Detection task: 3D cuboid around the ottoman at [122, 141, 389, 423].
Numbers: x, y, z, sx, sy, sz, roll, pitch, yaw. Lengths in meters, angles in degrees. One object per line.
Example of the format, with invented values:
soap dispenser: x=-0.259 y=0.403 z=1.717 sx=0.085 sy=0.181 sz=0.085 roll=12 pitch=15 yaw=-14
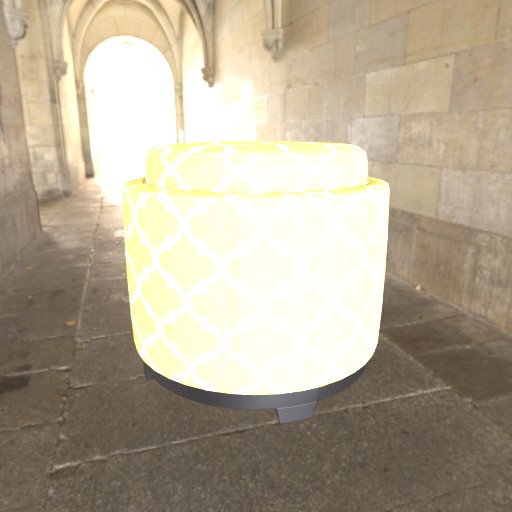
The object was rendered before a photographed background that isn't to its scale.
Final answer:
ottoman: x=0.000 y=0.000 z=0.855 sx=0.480 sy=0.429 sz=0.480 roll=0 pitch=15 yaw=0
